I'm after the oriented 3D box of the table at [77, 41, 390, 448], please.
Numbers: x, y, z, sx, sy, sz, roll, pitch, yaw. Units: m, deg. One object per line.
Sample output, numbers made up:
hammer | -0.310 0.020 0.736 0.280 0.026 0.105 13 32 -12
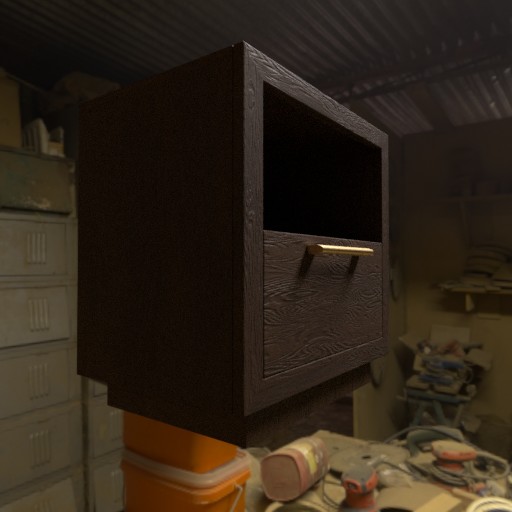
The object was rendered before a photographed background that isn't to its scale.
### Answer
table | 0.000 0.000 0.945 0.439 0.585 0.560 -1 -2 37
